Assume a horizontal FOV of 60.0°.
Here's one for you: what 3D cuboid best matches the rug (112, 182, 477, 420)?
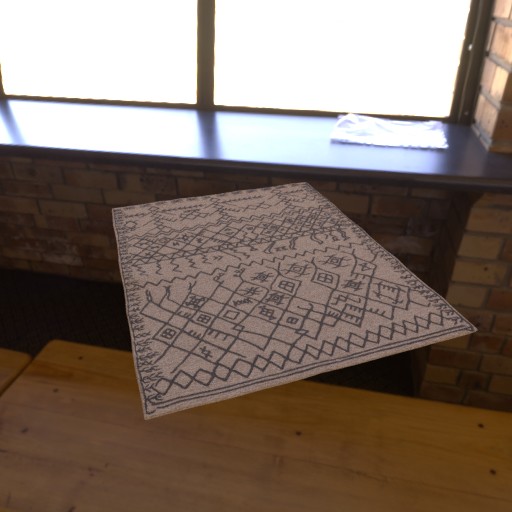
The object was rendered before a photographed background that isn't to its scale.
[{"bbox_3d":[0.000,0.000,3.334,1.964,0.025,2.455,-10,33,-16],"label":"rug"}]
